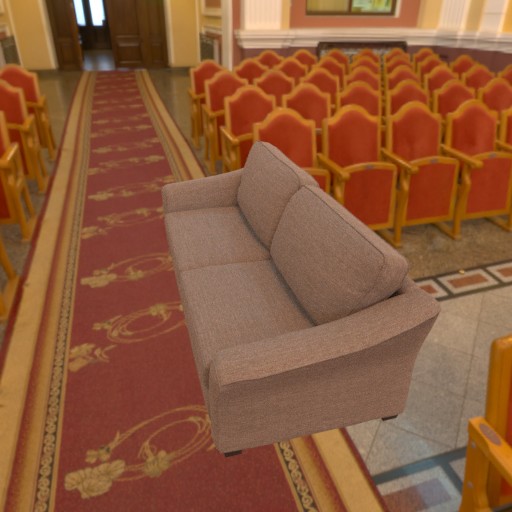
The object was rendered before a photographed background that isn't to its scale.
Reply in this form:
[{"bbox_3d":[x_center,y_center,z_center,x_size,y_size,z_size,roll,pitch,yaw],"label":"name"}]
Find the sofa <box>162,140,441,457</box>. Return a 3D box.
[{"bbox_3d":[0.000,0.000,2.772,0.980,0.965,2.270,-8,30,-14],"label":"sofa"}]
